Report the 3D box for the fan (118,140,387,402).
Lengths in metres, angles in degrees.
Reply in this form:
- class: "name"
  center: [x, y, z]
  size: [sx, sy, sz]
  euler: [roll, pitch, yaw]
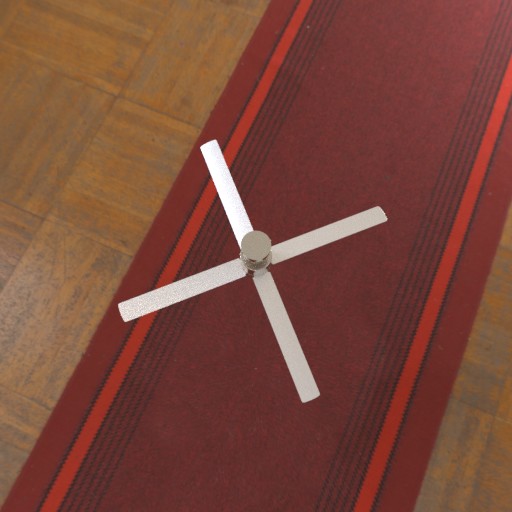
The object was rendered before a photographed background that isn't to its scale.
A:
- class: "fan"
  center: [0.000, 0.000, 1.967]
  size: [1.322, 0.355, 1.322]
  euler: [-21, 77, -5]
